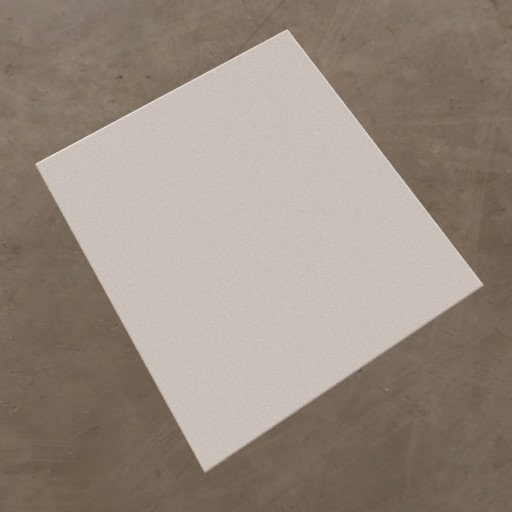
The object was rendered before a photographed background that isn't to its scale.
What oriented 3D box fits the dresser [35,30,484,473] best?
[{"bbox_3d":[0.000,0.000,0.724,0.400,0.360,0.430,-31,78,-8],"label":"dresser"}]
